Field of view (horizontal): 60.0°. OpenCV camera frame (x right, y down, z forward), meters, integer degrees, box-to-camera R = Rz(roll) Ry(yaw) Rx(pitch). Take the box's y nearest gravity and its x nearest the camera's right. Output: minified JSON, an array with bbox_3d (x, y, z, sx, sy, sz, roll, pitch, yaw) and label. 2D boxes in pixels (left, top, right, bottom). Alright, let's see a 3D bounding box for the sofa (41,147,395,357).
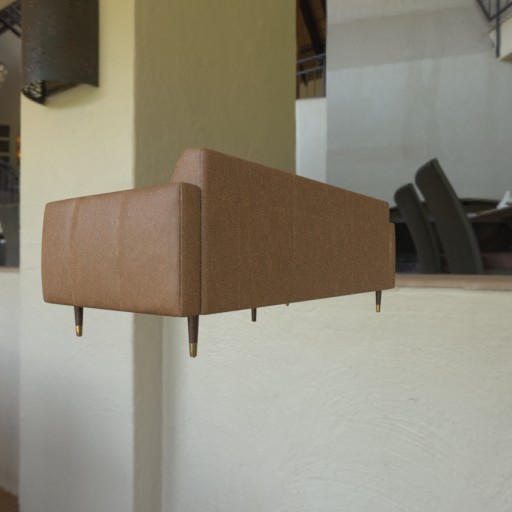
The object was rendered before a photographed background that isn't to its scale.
[{"bbox_3d":[0.000,0.000,2.759,0.990,0.821,2.291,-1,-1,37],"label":"sofa"}]
